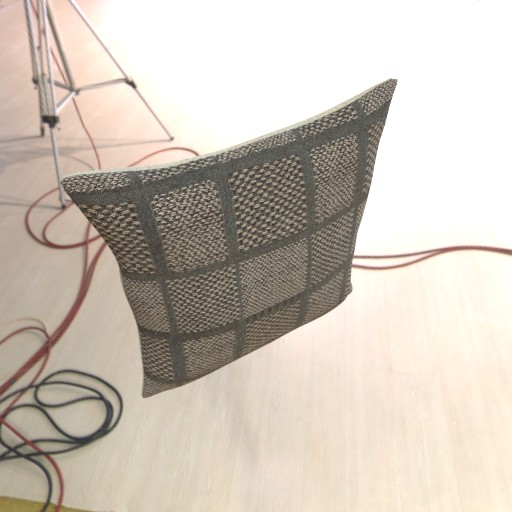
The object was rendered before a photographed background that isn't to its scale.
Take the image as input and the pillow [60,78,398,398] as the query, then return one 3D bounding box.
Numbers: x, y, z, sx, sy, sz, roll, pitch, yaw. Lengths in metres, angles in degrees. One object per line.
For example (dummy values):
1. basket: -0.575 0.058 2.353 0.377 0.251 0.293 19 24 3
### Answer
1. pillow: 0.000 0.000 0.649 0.435 0.432 0.138 -23 50 -21
